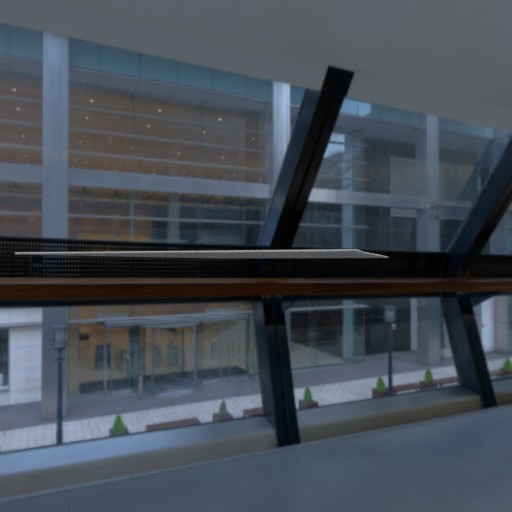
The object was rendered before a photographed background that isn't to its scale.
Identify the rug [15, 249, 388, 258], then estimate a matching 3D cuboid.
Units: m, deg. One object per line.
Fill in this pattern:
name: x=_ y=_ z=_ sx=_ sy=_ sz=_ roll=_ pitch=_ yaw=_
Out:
rug: x=0.000 y=0.000 z=2.824 sx=1.522 sy=0.008 sz=2.284 roll=0 pitch=-1 yaw=19
